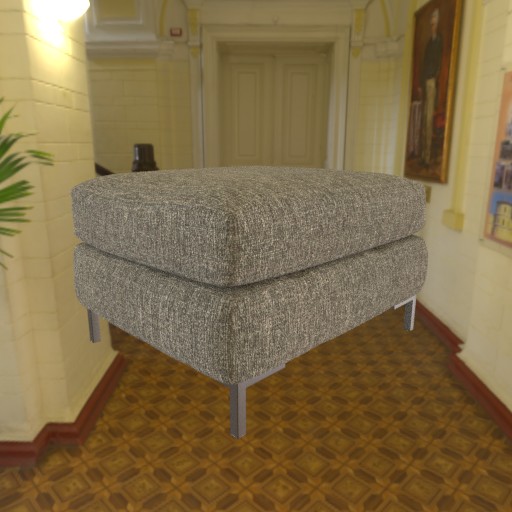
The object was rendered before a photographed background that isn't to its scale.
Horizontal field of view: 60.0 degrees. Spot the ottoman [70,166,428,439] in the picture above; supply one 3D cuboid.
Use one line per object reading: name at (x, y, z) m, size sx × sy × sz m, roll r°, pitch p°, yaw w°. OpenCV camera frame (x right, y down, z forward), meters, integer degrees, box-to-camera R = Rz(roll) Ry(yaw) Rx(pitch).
ottoman at (0.000, 0.000, 1.244) m, size 0.683 × 0.480 × 0.828 m, roll 14°, pitch 20°, yaw 43°
